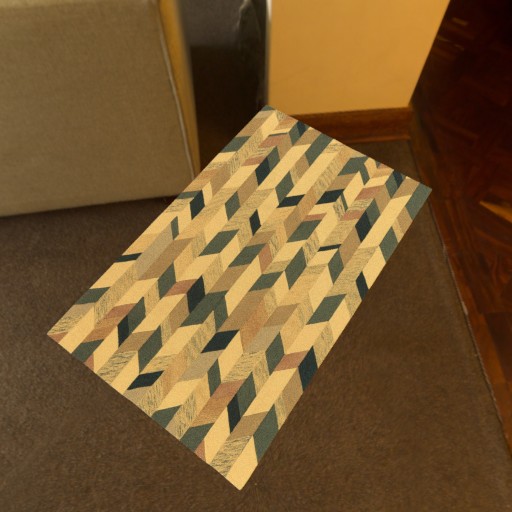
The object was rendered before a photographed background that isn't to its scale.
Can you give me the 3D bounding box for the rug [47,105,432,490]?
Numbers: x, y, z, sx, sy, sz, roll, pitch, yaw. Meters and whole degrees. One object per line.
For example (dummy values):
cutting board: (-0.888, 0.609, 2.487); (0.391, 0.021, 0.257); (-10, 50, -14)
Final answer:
rug: (0.000, 0.000, 3.041); (1.513, 0.008, 2.423); (32, 67, 15)
